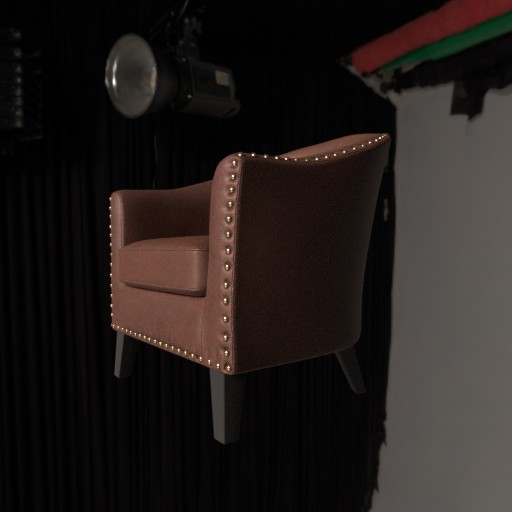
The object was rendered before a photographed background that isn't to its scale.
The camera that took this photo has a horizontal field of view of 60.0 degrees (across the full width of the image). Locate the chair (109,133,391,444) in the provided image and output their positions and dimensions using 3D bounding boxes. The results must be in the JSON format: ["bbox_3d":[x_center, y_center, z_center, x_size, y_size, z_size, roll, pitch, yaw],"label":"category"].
[{"bbox_3d":[0.000,0.000,1.431,0.748,0.823,0.794,0,0,-37],"label":"chair"}]
